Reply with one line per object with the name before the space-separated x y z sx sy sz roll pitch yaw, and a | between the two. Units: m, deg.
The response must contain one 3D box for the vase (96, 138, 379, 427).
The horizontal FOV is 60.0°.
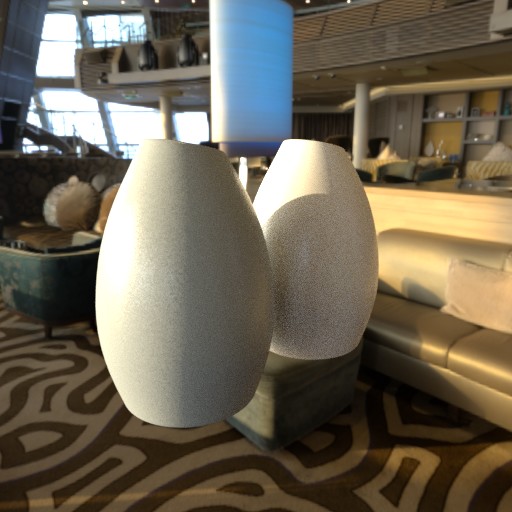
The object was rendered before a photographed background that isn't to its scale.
vase | 0.000 0.000 0.257 0.187 0.131 0.089 -13 19 -42
